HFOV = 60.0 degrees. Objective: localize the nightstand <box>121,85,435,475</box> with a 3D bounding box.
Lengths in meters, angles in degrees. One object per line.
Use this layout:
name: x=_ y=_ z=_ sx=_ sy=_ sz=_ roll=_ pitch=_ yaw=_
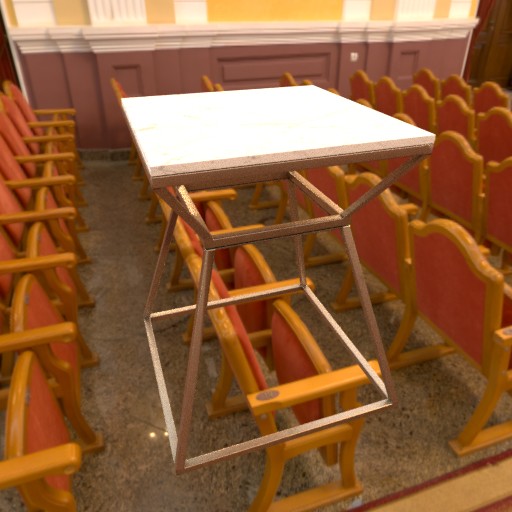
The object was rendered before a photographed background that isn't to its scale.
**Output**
nightstand: x=0.000 y=0.000 z=0.883 sx=0.455 sy=0.554 sz=0.455 roll=-10 pitch=33 yaw=-16
